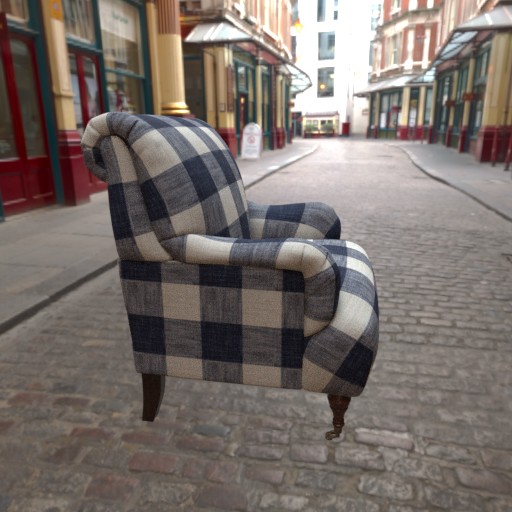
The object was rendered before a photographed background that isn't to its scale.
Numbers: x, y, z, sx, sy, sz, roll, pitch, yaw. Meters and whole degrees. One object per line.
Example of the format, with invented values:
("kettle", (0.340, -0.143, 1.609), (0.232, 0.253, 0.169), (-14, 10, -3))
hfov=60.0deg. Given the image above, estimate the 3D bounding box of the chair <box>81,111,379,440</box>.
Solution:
("chair", (0.000, 0.000, 1.572), (0.848, 0.953, 0.781), (3, 16, 10))
